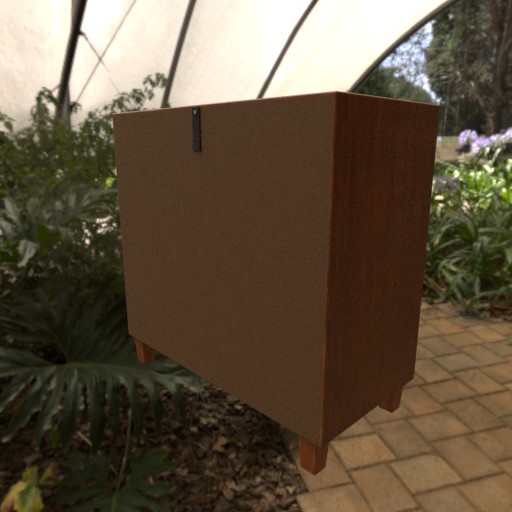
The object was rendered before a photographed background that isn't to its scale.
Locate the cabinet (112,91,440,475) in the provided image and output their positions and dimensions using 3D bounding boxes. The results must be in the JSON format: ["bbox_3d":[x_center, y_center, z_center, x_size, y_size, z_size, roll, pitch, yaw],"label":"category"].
[{"bbox_3d":[0.000,0.000,1.250,0.412,0.785,0.796,-13,19,-43],"label":"cabinet"}]
